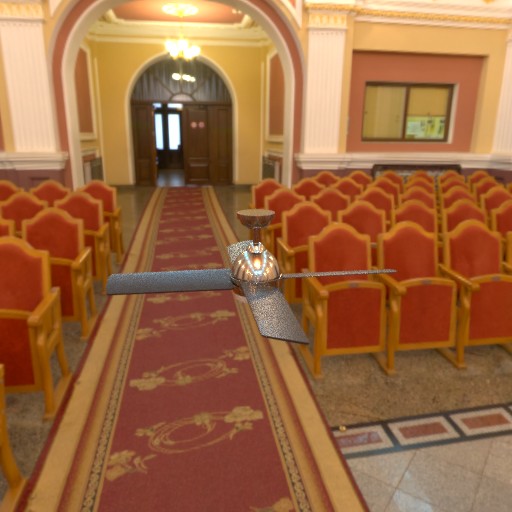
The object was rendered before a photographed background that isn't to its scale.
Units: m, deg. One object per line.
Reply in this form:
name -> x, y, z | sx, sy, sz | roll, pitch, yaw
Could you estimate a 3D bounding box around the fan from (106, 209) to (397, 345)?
fan -> 0.000, 0.000, 2.025 | 1.332, 0.403, 1.332 | -2, 16, -8
